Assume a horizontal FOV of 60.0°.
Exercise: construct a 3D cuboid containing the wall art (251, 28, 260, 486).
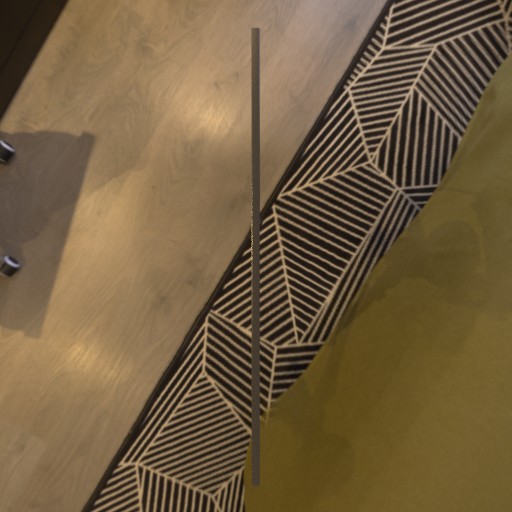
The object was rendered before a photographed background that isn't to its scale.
[{"bbox_3d":[0.000,0.000,1.066,0.015,0.552,0.819,0,91,0],"label":"wall art"}]
